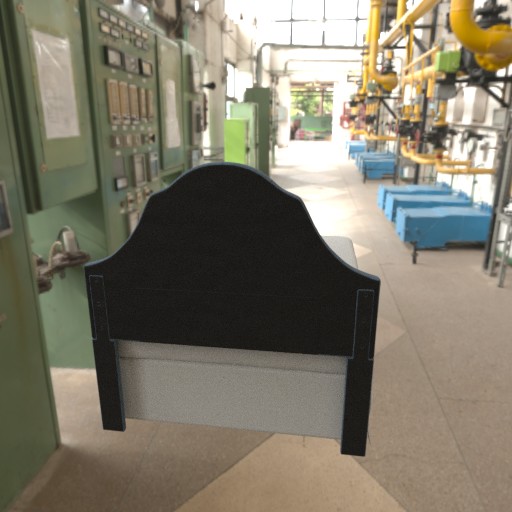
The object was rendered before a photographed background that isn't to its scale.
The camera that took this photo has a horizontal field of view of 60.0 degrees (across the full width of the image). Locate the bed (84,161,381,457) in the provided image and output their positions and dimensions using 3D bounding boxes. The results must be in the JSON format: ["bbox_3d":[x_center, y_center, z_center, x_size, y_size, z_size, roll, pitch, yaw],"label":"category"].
[{"bbox_3d":[0.000,0.000,3.312,1.636,1.575,2.155,3,17,8],"label":"bed"}]
